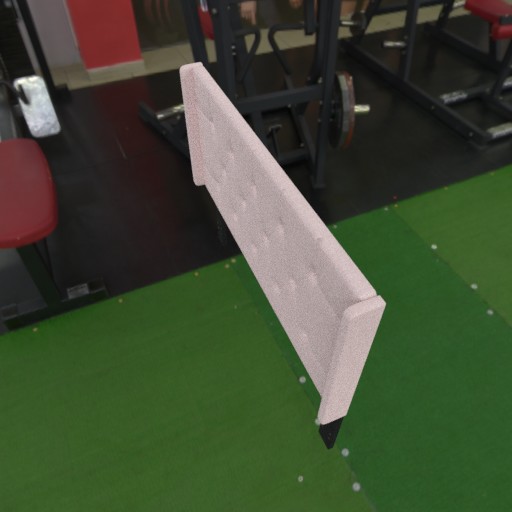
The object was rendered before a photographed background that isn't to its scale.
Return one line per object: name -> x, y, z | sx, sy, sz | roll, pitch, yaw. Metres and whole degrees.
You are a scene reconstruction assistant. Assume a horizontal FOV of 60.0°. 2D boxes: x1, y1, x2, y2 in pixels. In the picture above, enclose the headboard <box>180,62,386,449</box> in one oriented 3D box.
headboard -> 0.000, 0.000, 2.700 | 0.184, 1.524, 2.051 | -17, 50, -15
